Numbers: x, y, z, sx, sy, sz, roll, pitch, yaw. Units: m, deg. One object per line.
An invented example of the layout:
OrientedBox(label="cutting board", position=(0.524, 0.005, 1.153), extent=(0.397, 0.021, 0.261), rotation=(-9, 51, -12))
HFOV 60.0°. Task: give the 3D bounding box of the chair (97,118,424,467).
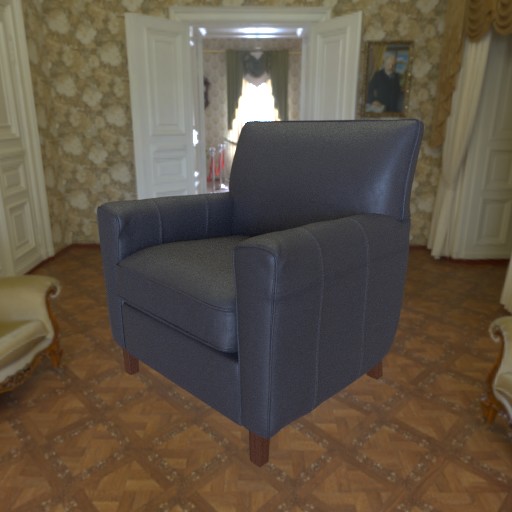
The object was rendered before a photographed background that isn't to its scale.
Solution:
OrientedBox(label="chair", position=(0.000, 0.000, 1.592), extent=(0.870, 0.943, 0.825), rotation=(15, 22, 42))
